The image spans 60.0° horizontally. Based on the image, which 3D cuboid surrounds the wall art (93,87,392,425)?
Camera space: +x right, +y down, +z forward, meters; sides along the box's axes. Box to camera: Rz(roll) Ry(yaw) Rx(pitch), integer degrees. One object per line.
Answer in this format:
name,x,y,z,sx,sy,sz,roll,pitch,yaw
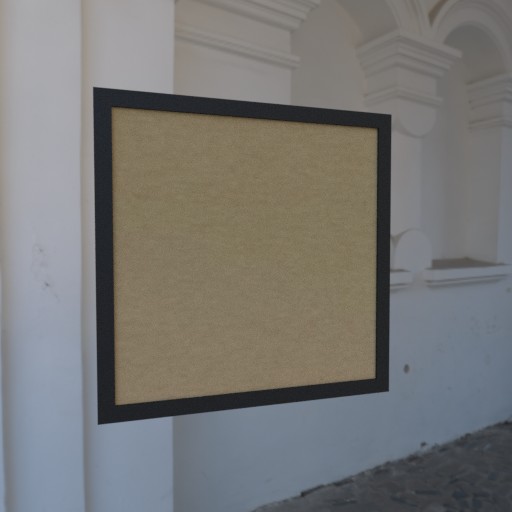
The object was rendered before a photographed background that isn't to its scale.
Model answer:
wall art,0.000,0.000,0.525,0.358,0.357,0.012,-1,2,-17
